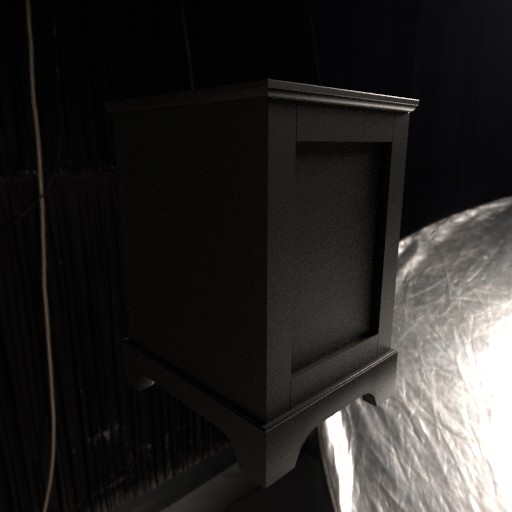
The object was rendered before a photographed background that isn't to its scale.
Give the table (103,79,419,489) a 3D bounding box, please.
[{"bbox_3d":[0.000,0.000,0.923,0.399,0.610,0.460,-13,19,-42],"label":"table"}]
